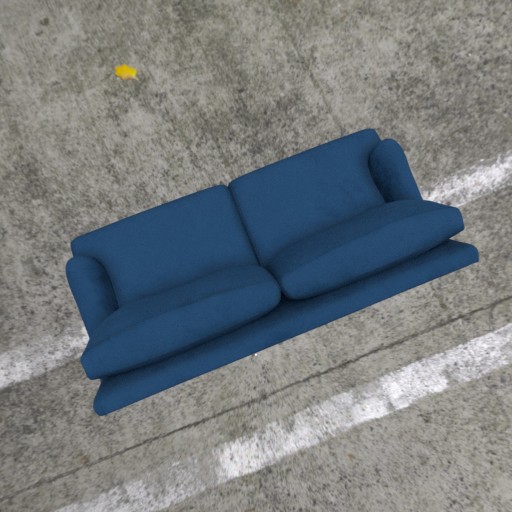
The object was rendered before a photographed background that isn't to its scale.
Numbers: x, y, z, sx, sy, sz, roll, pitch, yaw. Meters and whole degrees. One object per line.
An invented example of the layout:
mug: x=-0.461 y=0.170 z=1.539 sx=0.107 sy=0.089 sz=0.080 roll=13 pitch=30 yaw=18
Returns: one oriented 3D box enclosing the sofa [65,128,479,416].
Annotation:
sofa: x=0.000 y=0.000 z=2.719 sx=2.141 sy=1.101 sz=1.084 roll=-21 pitch=78 yaw=-5
